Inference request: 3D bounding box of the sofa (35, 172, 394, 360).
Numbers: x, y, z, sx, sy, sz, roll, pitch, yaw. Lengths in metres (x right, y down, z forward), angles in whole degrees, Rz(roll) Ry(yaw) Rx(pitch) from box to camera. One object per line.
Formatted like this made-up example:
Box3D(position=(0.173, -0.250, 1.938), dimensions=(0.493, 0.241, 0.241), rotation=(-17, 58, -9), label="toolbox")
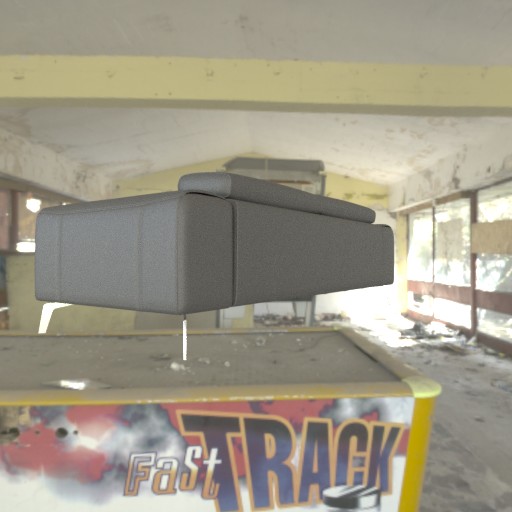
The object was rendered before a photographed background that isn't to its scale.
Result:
Box3D(position=(0.000, 0.000, 2.790), dimensions=(1.023, 0.759, 2.321), rotation=(0, 0, 35), label="sofa")
